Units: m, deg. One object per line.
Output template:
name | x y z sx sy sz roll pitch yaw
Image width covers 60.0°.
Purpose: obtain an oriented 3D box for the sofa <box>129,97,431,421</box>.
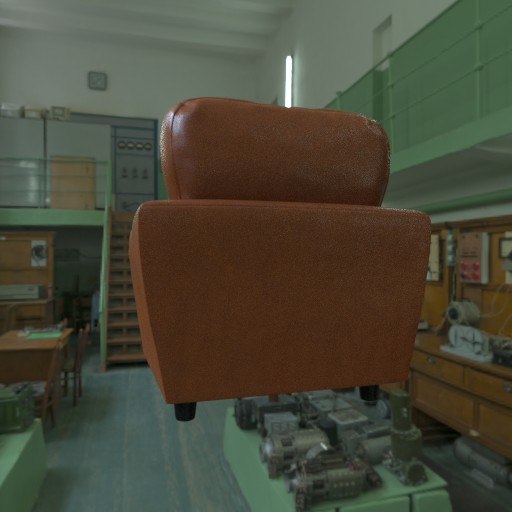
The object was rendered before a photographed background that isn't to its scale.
sofa | 0.000 0.000 1.521 0.836 0.876 0.789 0 0 -17
